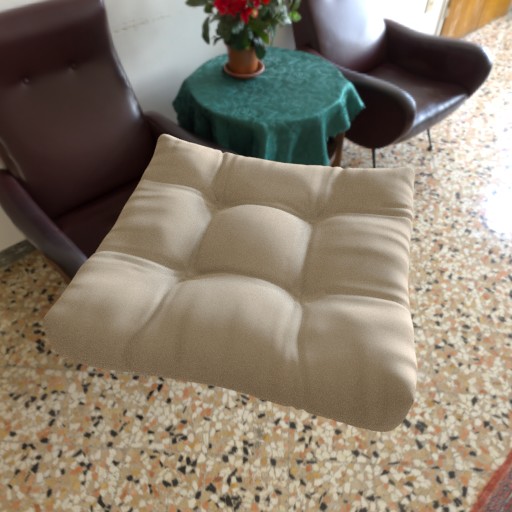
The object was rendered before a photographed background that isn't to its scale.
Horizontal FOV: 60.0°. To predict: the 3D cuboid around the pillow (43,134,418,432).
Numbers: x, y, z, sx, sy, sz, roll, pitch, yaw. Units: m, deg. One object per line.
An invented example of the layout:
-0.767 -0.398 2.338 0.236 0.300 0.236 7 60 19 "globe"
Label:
0.000 0.000 0.711 0.490 0.128 0.468 10 48 9 "pillow"
